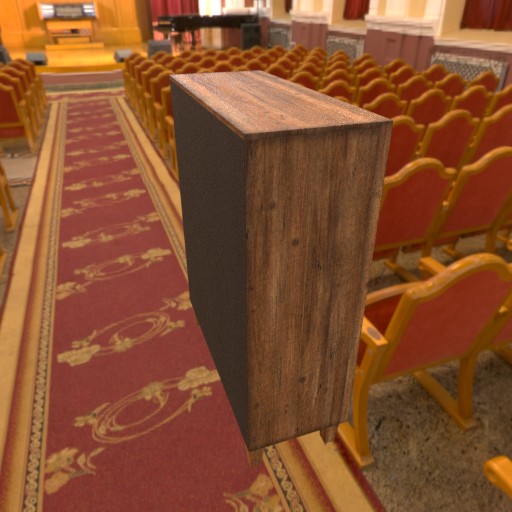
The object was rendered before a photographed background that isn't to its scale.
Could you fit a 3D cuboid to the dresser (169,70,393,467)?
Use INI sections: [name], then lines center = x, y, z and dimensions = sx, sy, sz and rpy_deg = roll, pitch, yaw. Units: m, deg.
[dresser]
center = 0.000, 0.000, 1.932
dimensions = 0.438, 1.359, 1.067
rpy_deg = -10, 31, -17
